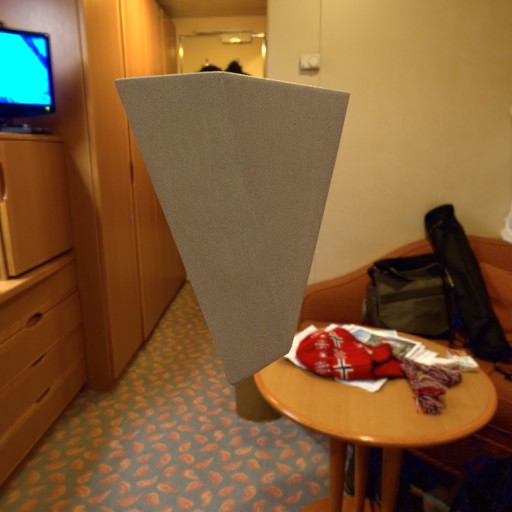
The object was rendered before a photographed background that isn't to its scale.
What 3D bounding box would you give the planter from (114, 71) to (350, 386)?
[{"bbox_3d":[0.000,0.000,0.277,0.150,0.197,0.060,-13,18,-43],"label":"planter"}]
